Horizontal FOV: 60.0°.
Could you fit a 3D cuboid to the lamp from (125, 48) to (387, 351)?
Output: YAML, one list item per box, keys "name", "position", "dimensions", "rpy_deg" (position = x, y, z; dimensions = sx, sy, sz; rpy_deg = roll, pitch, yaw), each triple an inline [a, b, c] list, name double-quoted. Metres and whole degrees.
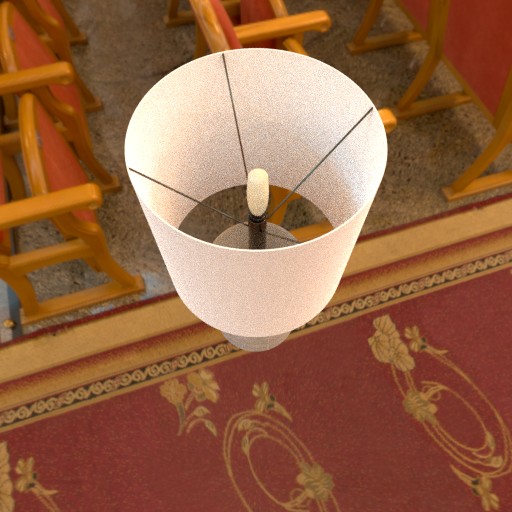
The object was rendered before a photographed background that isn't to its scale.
- name: "lamp"
  position: [0.000, 0.000, 0.536]
  dimensions: [0.206, 0.416, 0.206]
  rpy_deg: [-16, 64, -8]
